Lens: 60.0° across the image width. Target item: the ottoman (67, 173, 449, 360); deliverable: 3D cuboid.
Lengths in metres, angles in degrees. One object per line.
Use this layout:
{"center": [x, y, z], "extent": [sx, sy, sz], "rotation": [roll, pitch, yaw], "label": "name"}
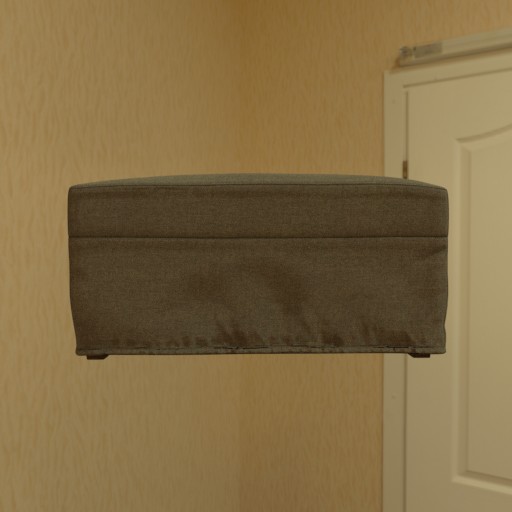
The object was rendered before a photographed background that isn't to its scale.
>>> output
{"center": [0.000, 0.000, 1.351], "extent": [0.840, 0.436, 0.843], "rotation": [0, 1, -1], "label": "ottoman"}
